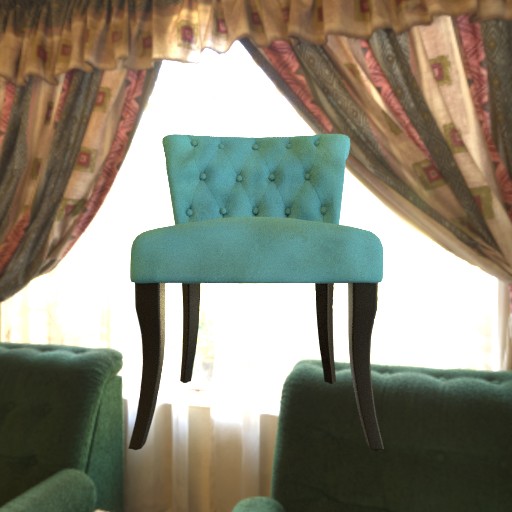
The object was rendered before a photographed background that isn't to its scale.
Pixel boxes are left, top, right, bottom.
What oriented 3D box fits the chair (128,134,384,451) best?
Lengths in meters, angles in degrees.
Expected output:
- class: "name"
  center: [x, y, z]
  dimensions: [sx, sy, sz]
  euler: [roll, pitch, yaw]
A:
- class: "chair"
  center: [0.000, 0.000, 1.150]
  dimensions: [0.582, 0.750, 0.605]
  euler: [0, 0, 0]
